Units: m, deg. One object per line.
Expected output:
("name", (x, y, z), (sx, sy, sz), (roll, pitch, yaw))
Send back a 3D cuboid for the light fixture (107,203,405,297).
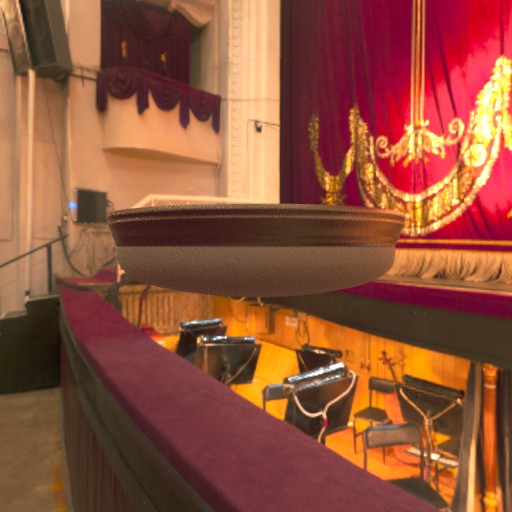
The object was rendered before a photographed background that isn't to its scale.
("light fixture", (0.000, 0.000, 0.577), (0.368, 0.100, 0.368), (0, 1, 0))
